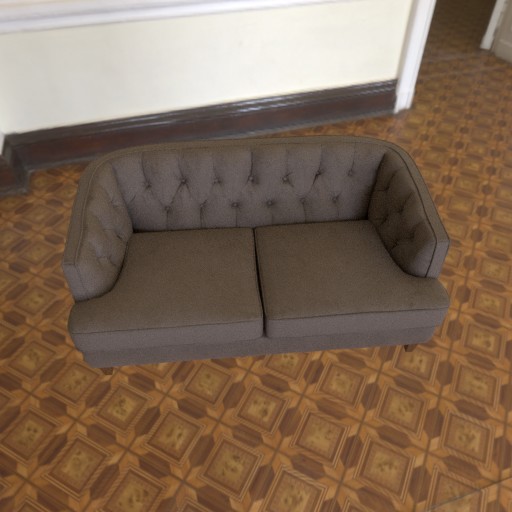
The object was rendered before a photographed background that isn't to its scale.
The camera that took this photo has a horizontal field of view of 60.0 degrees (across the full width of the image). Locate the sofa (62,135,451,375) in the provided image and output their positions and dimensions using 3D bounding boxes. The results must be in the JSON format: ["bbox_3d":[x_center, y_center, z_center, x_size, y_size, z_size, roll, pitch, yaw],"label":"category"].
[{"bbox_3d":[0.000,0.000,2.295,1.733,0.855,0.941,-3,44,-4],"label":"sofa"}]
